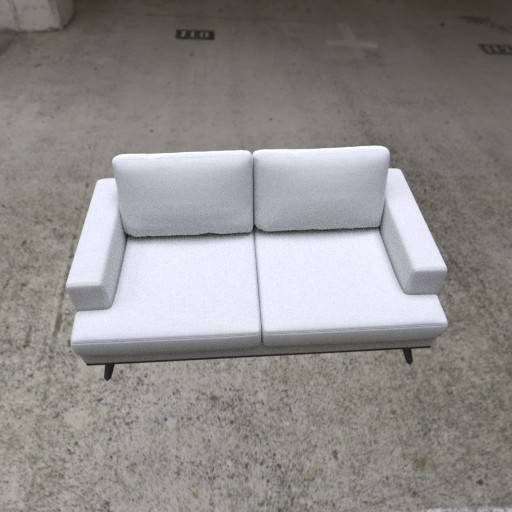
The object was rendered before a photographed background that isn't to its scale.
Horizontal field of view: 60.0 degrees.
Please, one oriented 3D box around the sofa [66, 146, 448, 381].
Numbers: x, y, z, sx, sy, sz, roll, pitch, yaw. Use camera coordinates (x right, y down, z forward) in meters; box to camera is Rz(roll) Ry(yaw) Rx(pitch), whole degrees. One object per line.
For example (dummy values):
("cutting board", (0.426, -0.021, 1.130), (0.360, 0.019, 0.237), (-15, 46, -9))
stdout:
("sofa", (0.000, 0.000, 2.196), (1.650, 0.810, 0.920), (-2, 47, -2))
